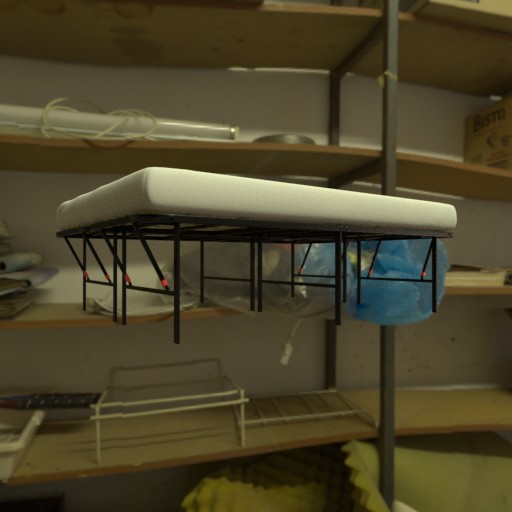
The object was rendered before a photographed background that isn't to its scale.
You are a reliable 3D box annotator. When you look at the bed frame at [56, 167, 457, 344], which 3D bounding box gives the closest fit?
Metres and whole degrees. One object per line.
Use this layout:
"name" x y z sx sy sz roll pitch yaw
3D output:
"bed frame" 0.000 0.000 2.550 1.905 0.637 1.372 0 -1 -36
